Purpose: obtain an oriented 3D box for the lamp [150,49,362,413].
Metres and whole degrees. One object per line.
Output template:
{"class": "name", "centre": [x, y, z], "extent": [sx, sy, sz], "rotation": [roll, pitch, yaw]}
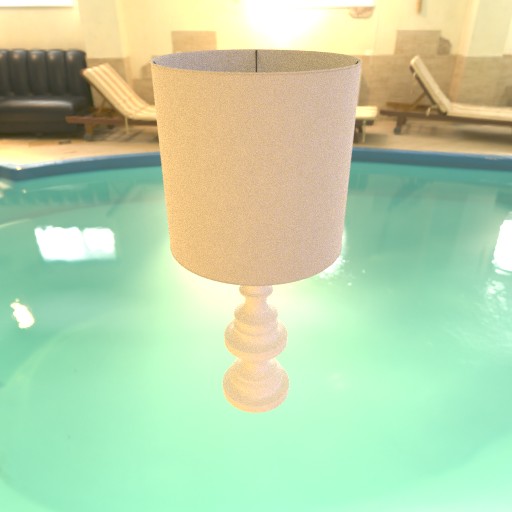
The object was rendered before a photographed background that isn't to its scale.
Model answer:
{"class": "lamp", "centre": [0.000, 0.000, 0.557], "extent": [0.208, 0.455, 0.208], "rotation": [-10, 31, -18]}
